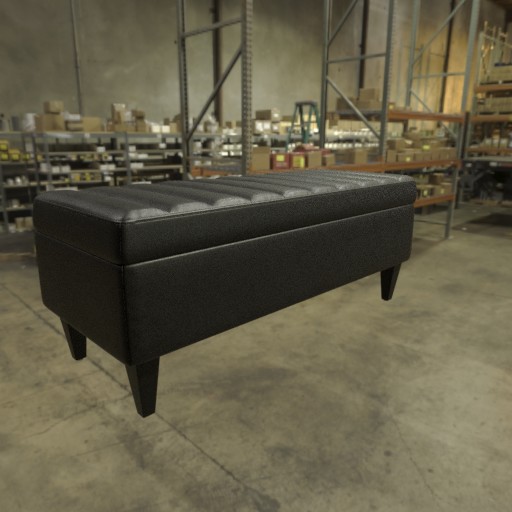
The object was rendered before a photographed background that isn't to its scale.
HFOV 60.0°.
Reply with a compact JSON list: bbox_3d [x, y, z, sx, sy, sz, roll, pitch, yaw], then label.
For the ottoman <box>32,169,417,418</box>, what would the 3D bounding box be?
[{"bbox_3d":[0.000,0.000,1.392,1.151,0.469,0.482,-14,21,-42],"label":"ottoman"}]
